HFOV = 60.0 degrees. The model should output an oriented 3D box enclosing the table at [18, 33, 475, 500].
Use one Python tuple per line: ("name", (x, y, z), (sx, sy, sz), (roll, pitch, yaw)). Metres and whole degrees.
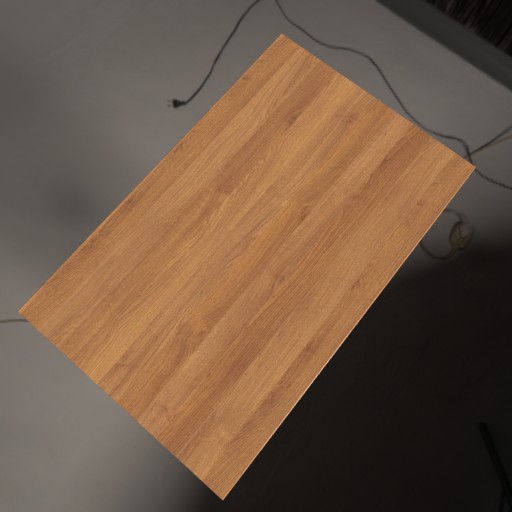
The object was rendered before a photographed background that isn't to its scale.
("table", (0.000, 0.000, 1.413), (0.700, 0.442, 1.100), (39, 79, 9))
